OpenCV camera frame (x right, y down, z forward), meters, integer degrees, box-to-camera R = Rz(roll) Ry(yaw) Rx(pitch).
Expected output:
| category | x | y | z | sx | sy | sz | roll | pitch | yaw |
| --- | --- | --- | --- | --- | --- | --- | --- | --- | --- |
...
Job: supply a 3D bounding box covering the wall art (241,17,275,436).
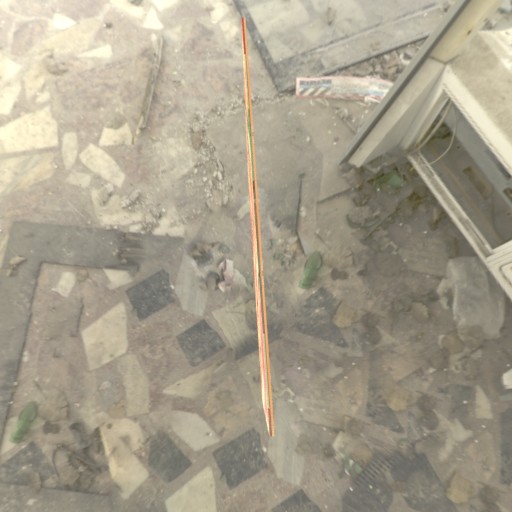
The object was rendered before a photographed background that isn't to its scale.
| category | x | y | z | sx | sy | sz | roll | pitch | yaw |
| --- | --- | --- | --- | --- | --- | --- | --- | --- | --- |
| wall art | 0.000 | 0.000 | 1.813 | 0.013 | 1.220 | 1.216 | -4 | 76 | -1 |
